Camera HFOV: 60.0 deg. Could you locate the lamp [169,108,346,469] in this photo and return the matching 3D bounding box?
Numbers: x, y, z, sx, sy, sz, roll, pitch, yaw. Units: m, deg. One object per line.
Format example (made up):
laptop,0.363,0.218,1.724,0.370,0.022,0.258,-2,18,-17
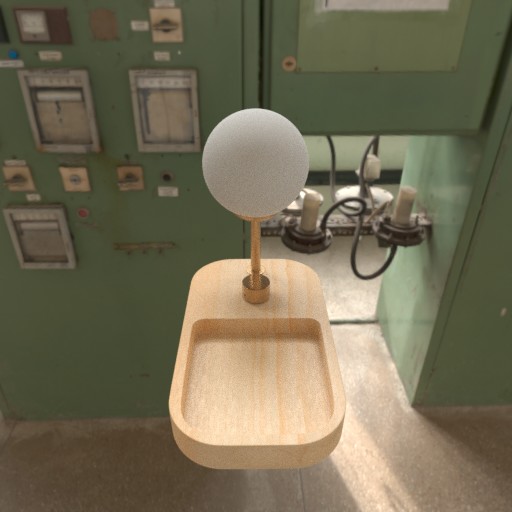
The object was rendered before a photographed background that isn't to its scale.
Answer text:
lamp,0.000,0.000,0.475,0.173,0.253,0.331,0,33,0
